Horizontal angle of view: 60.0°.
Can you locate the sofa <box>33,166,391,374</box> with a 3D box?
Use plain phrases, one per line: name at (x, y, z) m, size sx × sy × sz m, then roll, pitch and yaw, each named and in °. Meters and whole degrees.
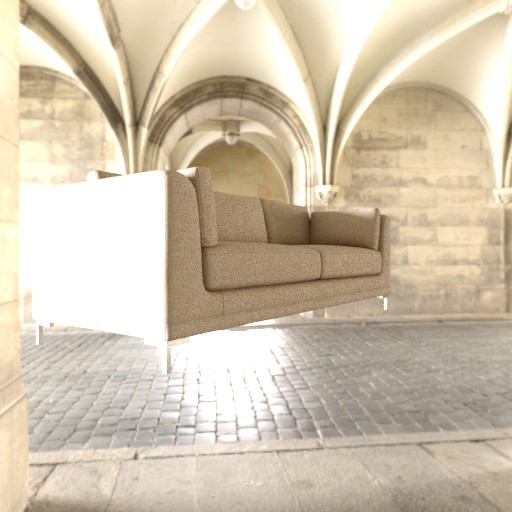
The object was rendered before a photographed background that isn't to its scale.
sofa at (0.000, 0.000, 2.865) m, size 0.969 × 0.867 × 2.415 m, roll 0°, pitch 0°, yaw 36°
